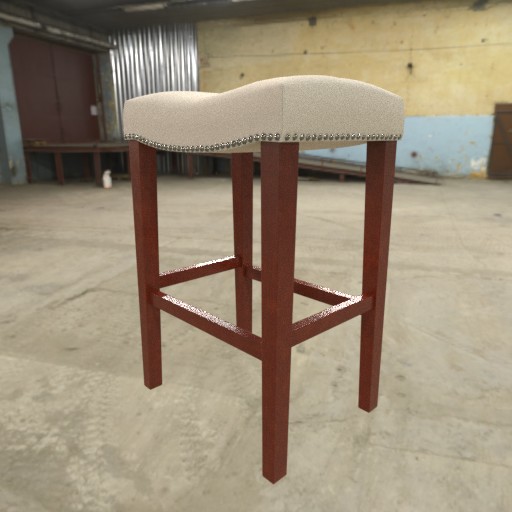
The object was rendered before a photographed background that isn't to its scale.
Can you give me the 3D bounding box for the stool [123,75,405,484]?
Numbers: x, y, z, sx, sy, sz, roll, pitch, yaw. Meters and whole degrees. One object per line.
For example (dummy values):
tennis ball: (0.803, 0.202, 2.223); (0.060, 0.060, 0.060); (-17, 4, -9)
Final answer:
stool: (0.000, 0.000, 1.032); (0.372, 0.742, 0.504); (-14, 21, -42)
